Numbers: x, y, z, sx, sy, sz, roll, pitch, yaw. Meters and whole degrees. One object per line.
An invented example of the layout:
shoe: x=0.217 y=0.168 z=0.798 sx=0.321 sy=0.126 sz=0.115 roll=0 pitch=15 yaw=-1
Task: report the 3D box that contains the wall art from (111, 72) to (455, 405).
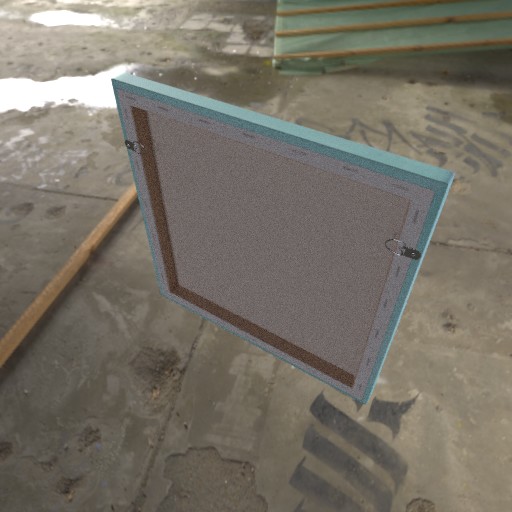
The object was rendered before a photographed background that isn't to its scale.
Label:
wall art: x=0.000 y=0.000 z=1.604 sx=1.071 sy=1.073 sz=0.070 roll=24 pitch=50 yaw=22
